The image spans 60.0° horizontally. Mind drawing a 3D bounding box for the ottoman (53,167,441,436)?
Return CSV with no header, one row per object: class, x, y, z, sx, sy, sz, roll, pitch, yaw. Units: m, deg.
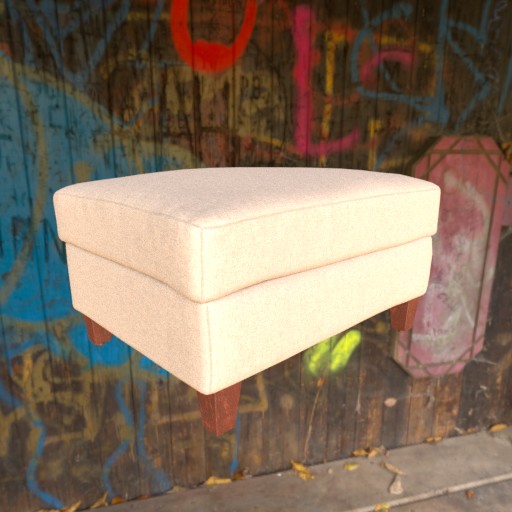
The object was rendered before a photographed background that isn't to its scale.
ottoman,0.000,0.000,1.290,0.902,0.511,0.692,-13,19,-41
